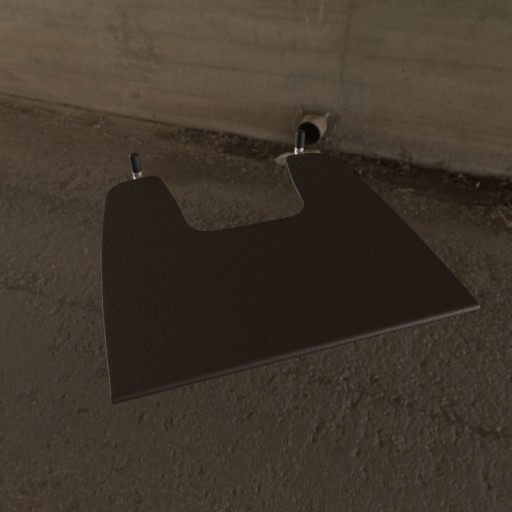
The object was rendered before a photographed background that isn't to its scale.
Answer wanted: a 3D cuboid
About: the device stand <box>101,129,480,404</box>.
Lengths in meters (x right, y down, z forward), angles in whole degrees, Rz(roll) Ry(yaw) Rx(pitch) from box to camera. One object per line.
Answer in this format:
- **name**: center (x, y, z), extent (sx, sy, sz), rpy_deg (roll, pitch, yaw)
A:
- **device stand**: center (0.000, 0.000, 0.354), extent (0.230, 0.092, 0.230), rpy_deg (-11, 42, -13)
